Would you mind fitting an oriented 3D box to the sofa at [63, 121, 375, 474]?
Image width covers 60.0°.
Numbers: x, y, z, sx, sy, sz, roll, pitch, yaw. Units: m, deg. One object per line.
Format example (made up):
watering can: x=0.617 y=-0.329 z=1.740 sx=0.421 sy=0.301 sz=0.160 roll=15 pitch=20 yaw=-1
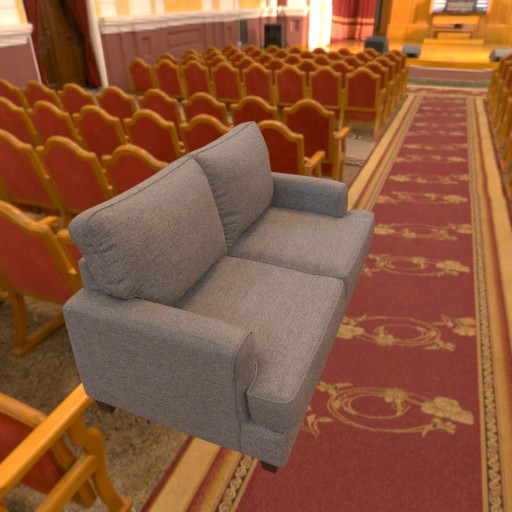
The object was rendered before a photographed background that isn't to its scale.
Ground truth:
sofa: x=0.000 y=0.000 z=2.217 sx=0.965 sy=0.965 sz=1.651 roll=12 pitch=33 yaw=19
